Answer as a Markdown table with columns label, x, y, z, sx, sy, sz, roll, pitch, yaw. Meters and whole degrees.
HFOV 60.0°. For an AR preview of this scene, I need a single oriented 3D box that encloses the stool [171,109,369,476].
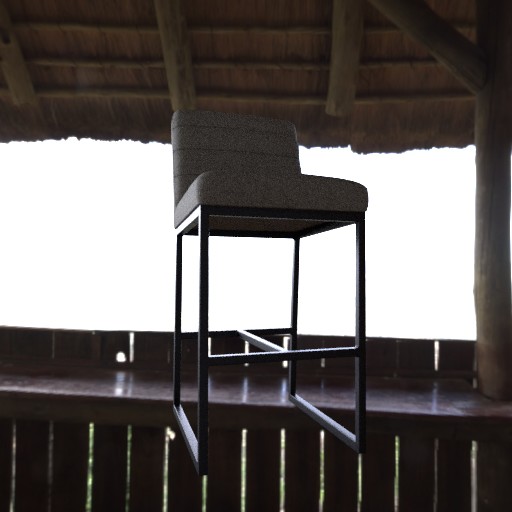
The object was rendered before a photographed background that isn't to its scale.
| label | x | y | z | sx | sy | sz | roll | pitch | yaw |
| --- | --- | --- | --- | --- | --- | --- | --- | --- | --- |
| stool | 0.000 | 0.000 | 1.347 | 0.459 | 1.034 | 0.571 | 1 | -2 | -17 |
